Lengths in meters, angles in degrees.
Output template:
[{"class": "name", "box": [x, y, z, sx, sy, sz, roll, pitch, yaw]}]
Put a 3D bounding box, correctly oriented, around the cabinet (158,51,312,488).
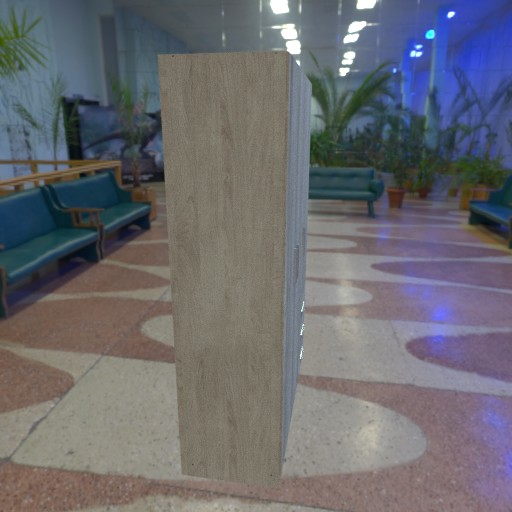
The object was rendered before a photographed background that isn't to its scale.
[{"class": "cabinet", "box": [0.000, 0.000, 2.491, 0.510, 1.910, 1.290, 3, 16, 10]}]
